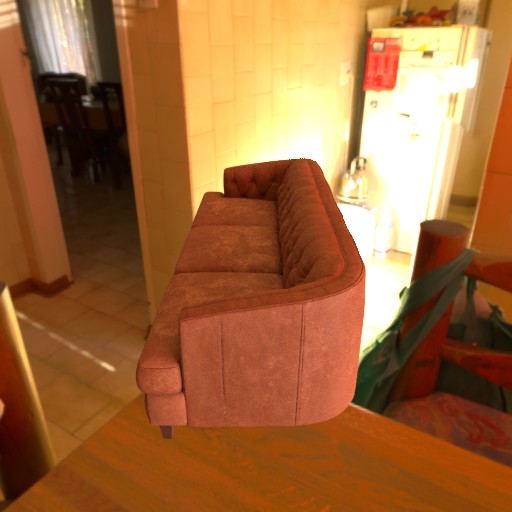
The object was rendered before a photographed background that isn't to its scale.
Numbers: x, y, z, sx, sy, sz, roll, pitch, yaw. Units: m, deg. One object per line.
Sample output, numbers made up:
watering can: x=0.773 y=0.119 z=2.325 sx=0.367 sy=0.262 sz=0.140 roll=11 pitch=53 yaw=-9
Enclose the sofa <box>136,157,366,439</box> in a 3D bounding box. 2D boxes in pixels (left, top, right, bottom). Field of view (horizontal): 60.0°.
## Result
sofa: x=0.000 y=0.000 z=2.726 sx=0.922 sy=0.791 sz=2.257 roll=0 pitch=26 yaw=1
